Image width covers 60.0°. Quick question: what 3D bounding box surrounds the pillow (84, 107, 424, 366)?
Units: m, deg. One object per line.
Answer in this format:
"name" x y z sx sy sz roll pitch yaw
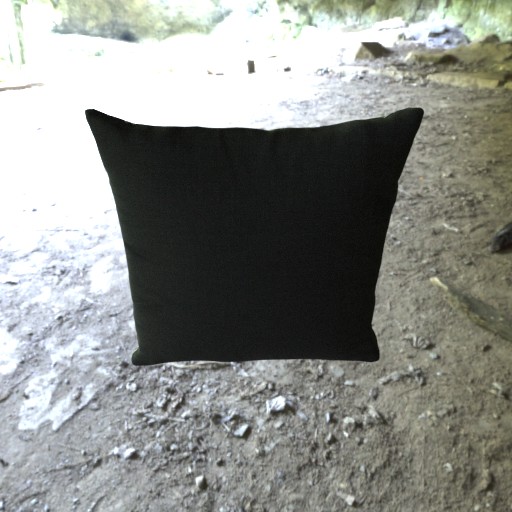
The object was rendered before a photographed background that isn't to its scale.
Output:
"pillow" 0.000 0.000 0.667 0.432 0.432 0.139 -1 31 -1
